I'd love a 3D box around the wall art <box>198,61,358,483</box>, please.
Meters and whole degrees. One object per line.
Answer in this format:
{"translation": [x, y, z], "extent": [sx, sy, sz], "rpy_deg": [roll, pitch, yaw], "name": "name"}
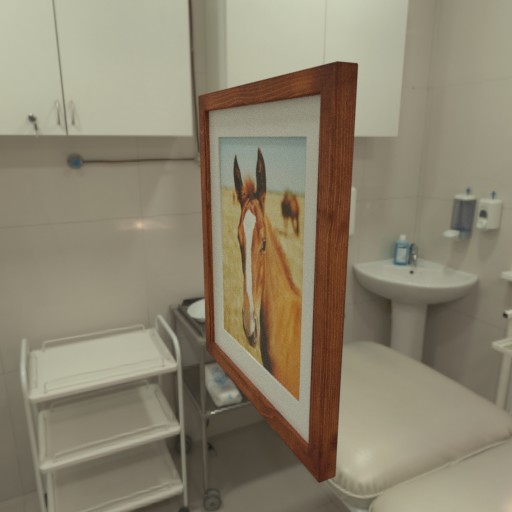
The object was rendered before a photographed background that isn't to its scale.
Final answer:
{"translation": [0.000, 0.000, 0.766], "extent": [0.030, 0.558, 0.462], "rpy_deg": [-7, 17, -25], "name": "wall art"}
